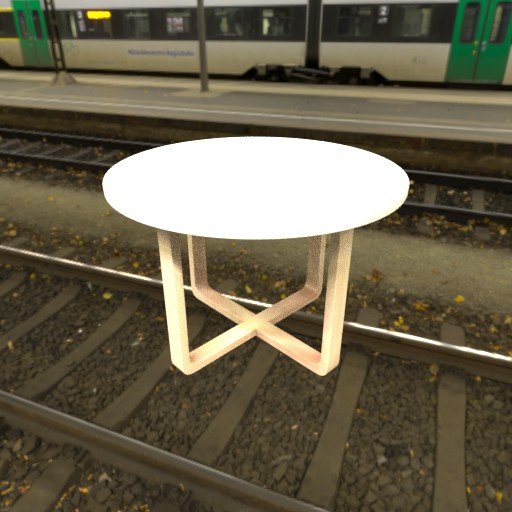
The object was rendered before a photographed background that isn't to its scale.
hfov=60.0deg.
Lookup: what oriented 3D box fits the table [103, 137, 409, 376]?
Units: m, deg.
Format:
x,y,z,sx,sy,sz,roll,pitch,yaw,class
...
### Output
x,y,z,sx,sy,sz,roll,pitch,yaw,class
0.000,0.000,0.998,0.600,0.400,0.600,0,27,0,table
